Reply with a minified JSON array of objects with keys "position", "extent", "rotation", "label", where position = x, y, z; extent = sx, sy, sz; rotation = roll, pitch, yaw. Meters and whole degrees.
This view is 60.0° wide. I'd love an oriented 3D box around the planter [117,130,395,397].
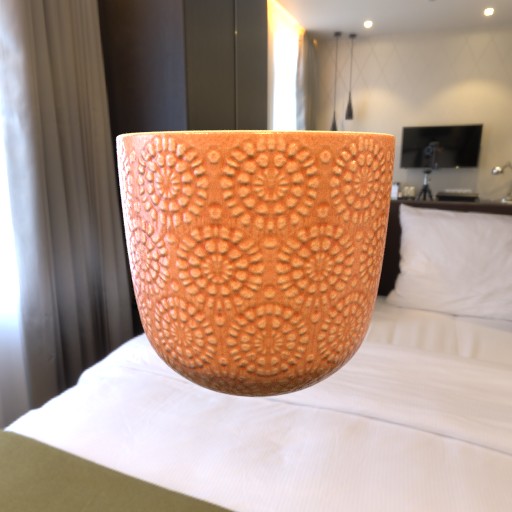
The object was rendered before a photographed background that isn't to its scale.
[{"position":[0.000,0.000,0.366],"extent":[0.208,0.190,0.208],"rotation":[0,13,0],"label":"planter"}]
